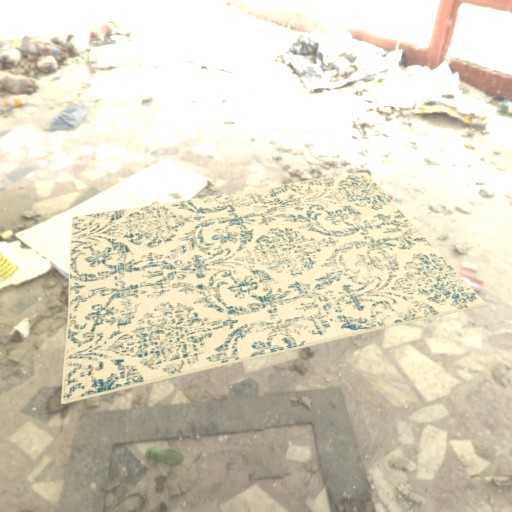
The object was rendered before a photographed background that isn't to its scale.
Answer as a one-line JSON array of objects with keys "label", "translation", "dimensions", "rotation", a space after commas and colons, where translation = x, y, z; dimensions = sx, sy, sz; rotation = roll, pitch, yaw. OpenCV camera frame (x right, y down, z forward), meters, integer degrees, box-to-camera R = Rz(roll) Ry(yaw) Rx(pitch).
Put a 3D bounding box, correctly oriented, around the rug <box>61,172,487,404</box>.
[{"label": "rug", "translation": [0.000, 0.000, 2.260], "dimensions": [1.831, 0.012, 1.213], "rotation": [-10, 42, -12]}]
